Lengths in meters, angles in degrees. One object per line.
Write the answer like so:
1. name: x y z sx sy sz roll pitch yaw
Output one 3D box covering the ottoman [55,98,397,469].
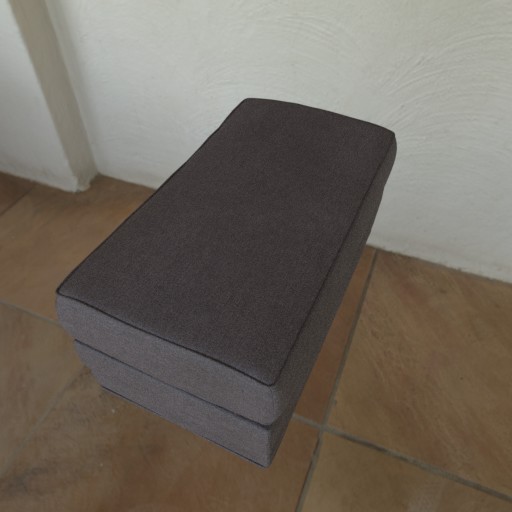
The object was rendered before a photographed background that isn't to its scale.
1. ottoman: 0.000 0.000 1.149 0.490 0.448 0.864 19 50 17
